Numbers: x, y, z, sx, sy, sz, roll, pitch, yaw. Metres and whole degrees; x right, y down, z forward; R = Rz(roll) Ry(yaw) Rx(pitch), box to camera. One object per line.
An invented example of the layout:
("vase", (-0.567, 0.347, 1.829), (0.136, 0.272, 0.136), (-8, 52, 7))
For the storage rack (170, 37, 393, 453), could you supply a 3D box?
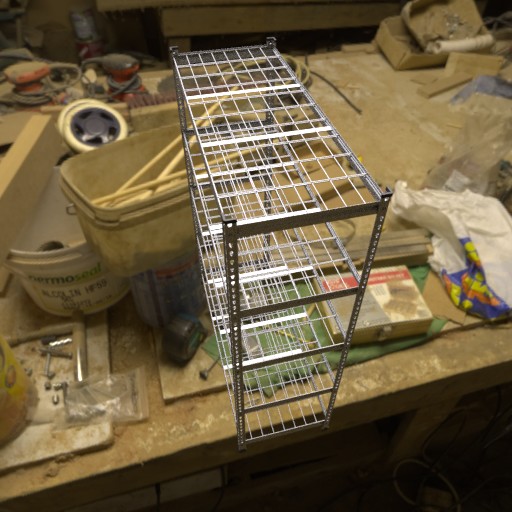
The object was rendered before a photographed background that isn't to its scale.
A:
("storage rack", (0.000, 0.000, 2.718), (0.610, 1.981, 1.524), (-10, 47, -10))
